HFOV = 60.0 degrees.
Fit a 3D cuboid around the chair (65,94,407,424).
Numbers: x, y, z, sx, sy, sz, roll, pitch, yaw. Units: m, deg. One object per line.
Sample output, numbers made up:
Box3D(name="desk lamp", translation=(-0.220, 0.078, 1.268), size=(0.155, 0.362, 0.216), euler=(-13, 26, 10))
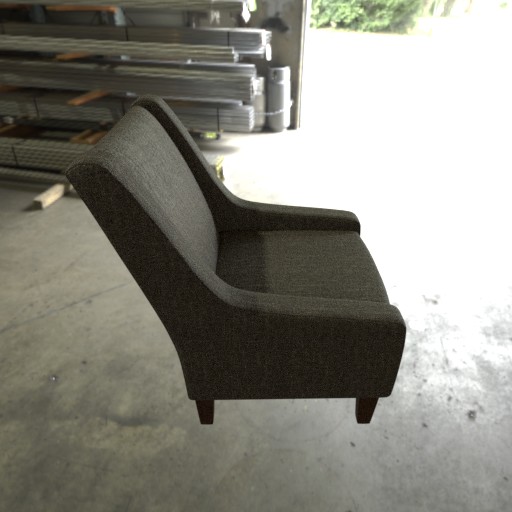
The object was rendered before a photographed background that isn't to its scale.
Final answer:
Box3D(name="chair", translation=(0.000, 0.000, 1.656), size=(0.944, 1.012, 0.793), euler=(0, 31, 0))
